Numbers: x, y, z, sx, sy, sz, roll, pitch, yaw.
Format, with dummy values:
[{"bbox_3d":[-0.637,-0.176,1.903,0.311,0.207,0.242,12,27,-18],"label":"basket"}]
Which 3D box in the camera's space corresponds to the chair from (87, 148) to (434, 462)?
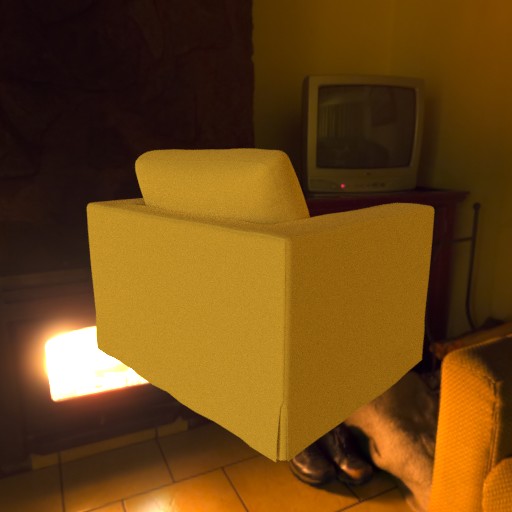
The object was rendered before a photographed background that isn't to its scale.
[{"bbox_3d":[0.000,0.000,1.868,1.150,0.878,0.957,13,18,43],"label":"chair"}]
